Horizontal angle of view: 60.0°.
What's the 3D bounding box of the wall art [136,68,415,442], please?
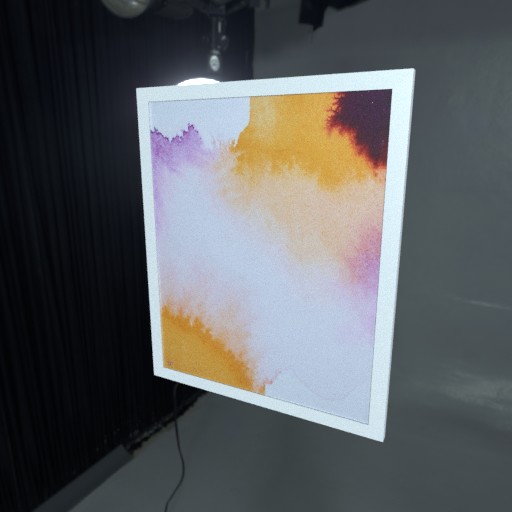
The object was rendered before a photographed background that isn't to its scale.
[{"bbox_3d":[0.000,0.000,0.615,0.382,0.456,0.013,7,16,26],"label":"wall art"}]
